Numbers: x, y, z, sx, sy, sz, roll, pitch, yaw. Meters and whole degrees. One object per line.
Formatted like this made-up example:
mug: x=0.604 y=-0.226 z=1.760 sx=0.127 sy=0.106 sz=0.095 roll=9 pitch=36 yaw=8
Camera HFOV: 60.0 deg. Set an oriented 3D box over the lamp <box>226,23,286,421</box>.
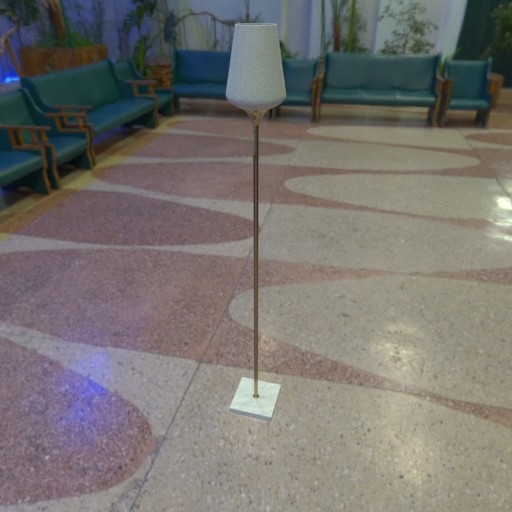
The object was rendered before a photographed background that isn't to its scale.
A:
lamp: x=0.000 y=0.000 z=1.955 sx=0.229 sy=1.813 sz=0.232 roll=8 pitch=31 yaw=13
